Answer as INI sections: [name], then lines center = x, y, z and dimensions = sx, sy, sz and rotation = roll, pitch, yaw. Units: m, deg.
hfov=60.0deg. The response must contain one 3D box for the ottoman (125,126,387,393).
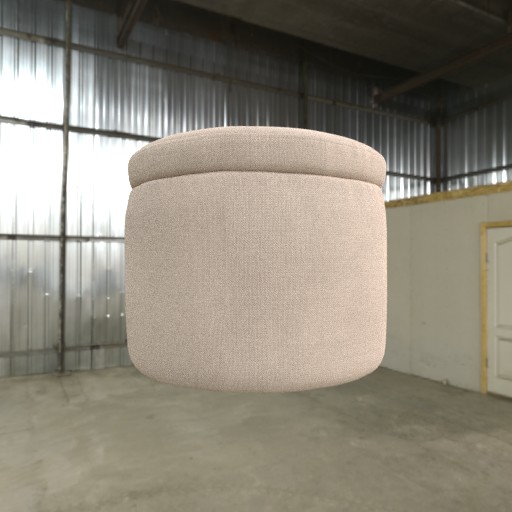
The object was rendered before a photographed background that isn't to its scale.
[ottoman]
center = 0.000, 0.000, 0.876
dimensions = 0.497, 0.409, 0.497
rotation = 0, 0, 0
